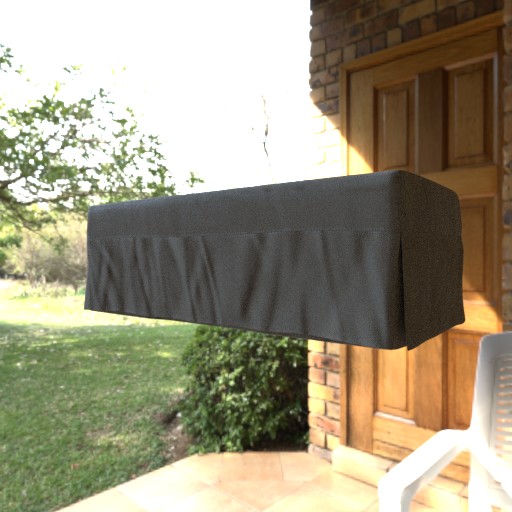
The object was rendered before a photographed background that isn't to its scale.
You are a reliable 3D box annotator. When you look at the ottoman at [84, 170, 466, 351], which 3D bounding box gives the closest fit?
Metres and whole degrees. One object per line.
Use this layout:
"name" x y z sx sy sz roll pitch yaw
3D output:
"ottoman" 0.000 0.000 1.708 1.388 0.457 0.665 0 0 37
